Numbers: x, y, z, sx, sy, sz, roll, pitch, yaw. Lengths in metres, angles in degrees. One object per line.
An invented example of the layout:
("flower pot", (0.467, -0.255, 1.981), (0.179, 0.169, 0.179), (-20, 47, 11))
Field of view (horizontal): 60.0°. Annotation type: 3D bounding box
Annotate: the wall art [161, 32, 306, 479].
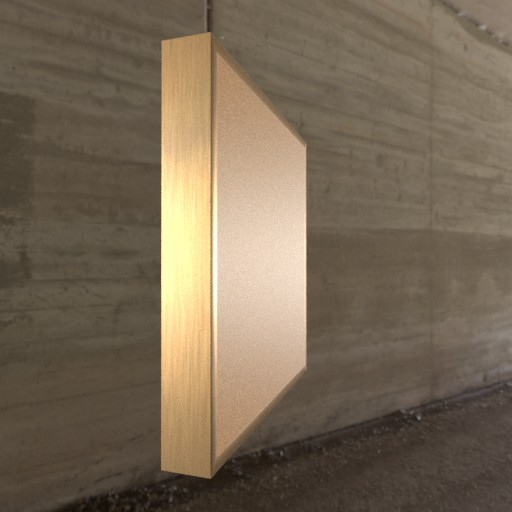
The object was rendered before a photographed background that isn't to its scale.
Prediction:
("wall art", (0.000, 0.000, 0.451), (0.038, 0.303, 0.305), (0, 0, 19))
